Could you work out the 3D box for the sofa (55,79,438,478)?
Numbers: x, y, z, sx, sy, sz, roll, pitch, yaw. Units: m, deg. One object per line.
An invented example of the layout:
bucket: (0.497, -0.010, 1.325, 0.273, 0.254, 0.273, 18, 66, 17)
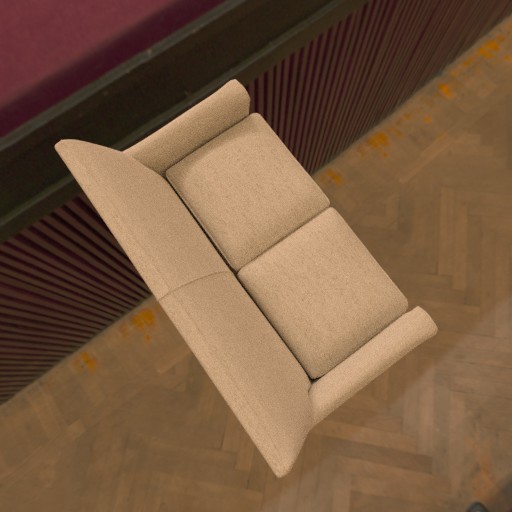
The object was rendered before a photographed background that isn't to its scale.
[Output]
sofa: (0.000, 0.000, 2.068, 0.891, 0.892, 1.482, -35, 79, -8)
